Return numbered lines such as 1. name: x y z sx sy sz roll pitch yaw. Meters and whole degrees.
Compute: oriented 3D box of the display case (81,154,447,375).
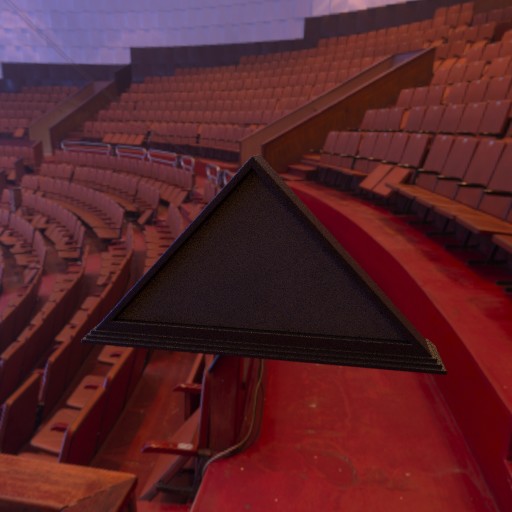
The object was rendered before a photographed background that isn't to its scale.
1. display case: 0.000 0.000 0.766 0.640 0.340 0.095 3 16 10
